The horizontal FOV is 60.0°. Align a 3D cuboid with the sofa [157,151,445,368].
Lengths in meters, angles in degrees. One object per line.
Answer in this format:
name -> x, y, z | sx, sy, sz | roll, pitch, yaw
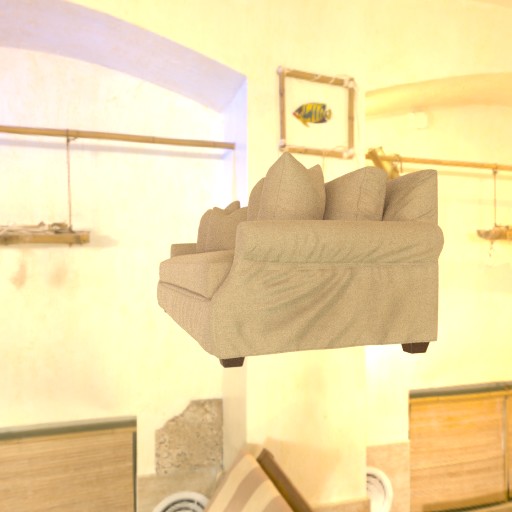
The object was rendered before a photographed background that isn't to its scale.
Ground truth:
sofa -> 0.000, 0.000, 2.851 | 1.067, 0.904, 2.285 | 0, -1, -18
